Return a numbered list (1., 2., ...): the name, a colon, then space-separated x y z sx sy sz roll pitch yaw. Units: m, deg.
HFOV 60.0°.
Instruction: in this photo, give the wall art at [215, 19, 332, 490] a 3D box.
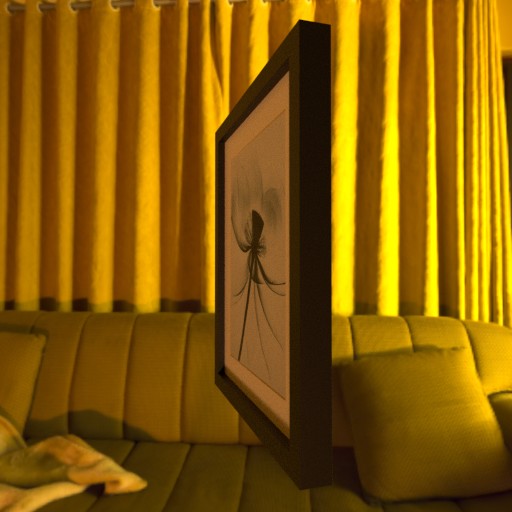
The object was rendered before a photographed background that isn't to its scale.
1. wall art: 0.000 0.000 0.520 0.029 0.381 0.330 0 -1 -17
